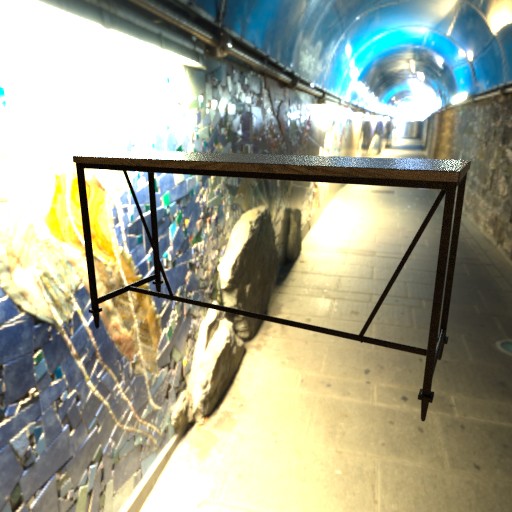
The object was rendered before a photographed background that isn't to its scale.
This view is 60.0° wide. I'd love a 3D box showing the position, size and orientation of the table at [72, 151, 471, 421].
[{"bbox_3d":[0.000,0.000,2.082,1.700,0.902,0.551,8,18,27],"label":"table"}]
